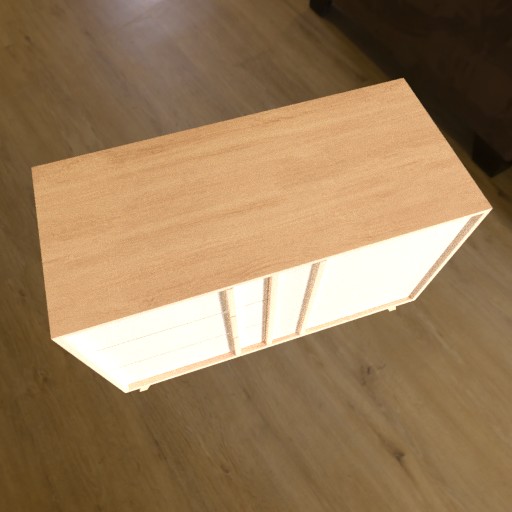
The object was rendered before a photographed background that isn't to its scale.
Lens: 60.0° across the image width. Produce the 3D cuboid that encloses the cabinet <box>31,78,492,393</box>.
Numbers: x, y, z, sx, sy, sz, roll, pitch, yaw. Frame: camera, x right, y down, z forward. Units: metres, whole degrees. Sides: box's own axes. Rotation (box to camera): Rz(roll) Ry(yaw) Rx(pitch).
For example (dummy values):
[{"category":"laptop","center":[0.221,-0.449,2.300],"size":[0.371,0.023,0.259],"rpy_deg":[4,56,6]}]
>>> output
[{"category":"cabinet","center":[0.000,0.000,1.509],"size":[1.110,0.780,0.500],"rpy_deg":[-16,64,-8]}]
